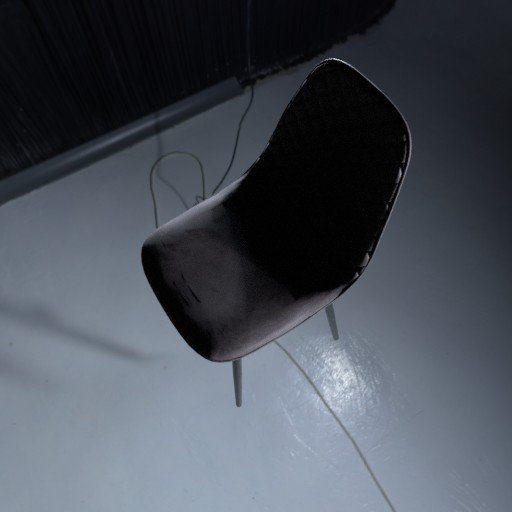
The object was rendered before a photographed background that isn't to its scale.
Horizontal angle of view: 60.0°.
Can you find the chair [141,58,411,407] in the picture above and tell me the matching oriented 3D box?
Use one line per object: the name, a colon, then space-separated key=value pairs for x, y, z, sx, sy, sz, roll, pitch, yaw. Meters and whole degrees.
chair: x=0.000 y=0.000 z=1.193 sx=0.561 sy=0.889 sz=0.472 roll=-30 pitch=66 yaw=-15
